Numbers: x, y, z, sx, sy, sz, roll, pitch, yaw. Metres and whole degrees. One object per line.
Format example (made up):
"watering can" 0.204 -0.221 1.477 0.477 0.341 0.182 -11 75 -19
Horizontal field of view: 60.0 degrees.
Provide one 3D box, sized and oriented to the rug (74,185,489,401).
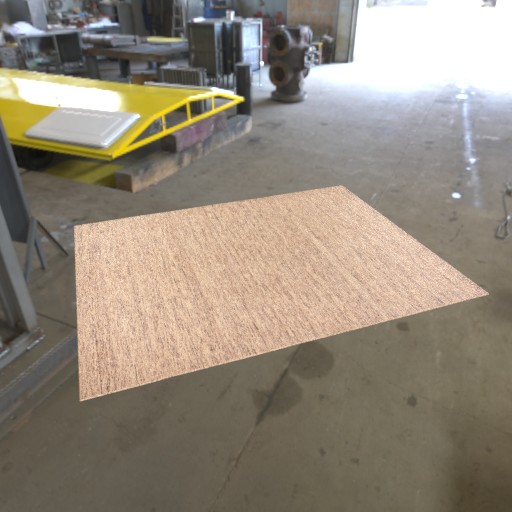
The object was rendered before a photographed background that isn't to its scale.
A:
"rug" 0.000 0.000 4.171 3.205 0.013 2.448 -11 33 -17
